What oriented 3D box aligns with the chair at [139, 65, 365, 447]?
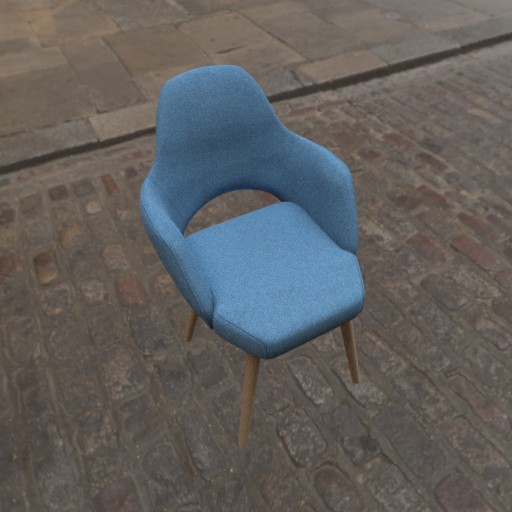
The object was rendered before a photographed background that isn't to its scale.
[{"bbox_3d":[0.000,0.000,1.351,0.589,0.920,0.666,-22,50,-20],"label":"chair"}]
